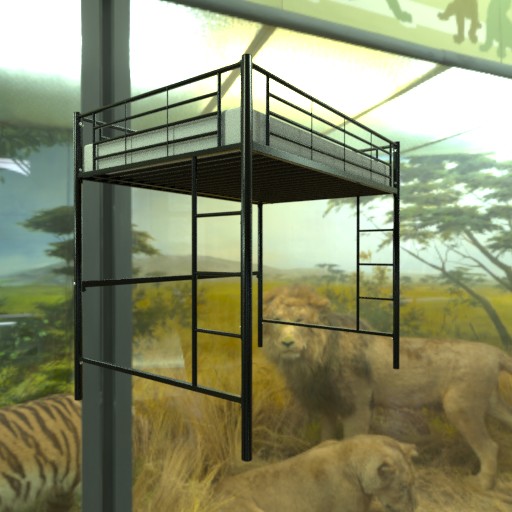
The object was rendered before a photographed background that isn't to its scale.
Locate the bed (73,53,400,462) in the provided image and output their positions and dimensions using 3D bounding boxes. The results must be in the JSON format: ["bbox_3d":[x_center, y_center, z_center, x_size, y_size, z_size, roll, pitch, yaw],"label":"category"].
[{"bbox_3d":[0.000,0.000,3.159,1.397,1.803,1.994,0,1,37],"label":"bed"}]
